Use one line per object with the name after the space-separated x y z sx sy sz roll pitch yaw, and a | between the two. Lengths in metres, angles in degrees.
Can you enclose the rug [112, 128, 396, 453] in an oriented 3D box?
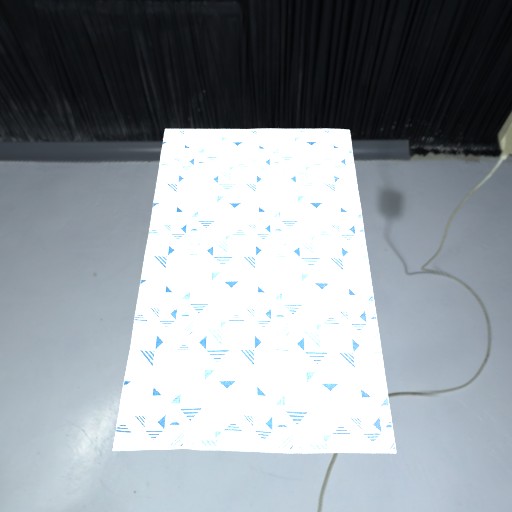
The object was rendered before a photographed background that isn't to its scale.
0.000 0.000 2.999 1.512 0.009 2.457 0 59 0 | rug
